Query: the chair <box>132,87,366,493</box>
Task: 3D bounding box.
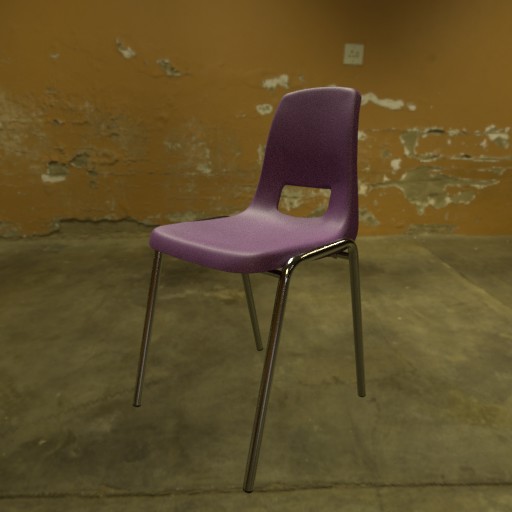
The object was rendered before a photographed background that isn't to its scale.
[{"bbox_3d":[0.000,0.000,0.946,0.381,0.704,0.432,14,21,42],"label":"chair"}]
